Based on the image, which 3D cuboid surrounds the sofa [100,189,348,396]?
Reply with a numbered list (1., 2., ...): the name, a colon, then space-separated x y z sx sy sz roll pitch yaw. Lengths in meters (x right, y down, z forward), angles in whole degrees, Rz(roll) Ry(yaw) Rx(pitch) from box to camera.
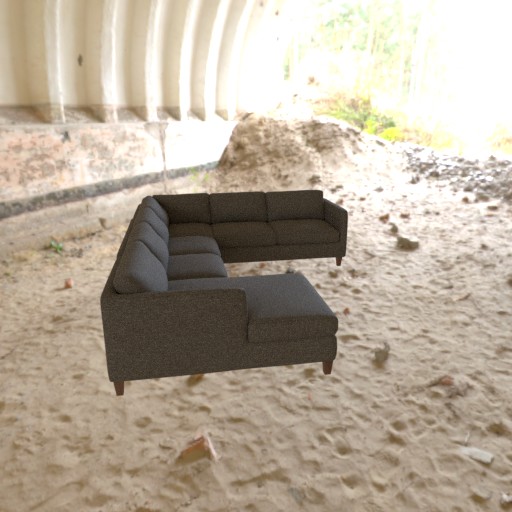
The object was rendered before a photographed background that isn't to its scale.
1. sofa: 0.000 0.000 4.489 2.551 0.853 3.238 -3 18 -10
